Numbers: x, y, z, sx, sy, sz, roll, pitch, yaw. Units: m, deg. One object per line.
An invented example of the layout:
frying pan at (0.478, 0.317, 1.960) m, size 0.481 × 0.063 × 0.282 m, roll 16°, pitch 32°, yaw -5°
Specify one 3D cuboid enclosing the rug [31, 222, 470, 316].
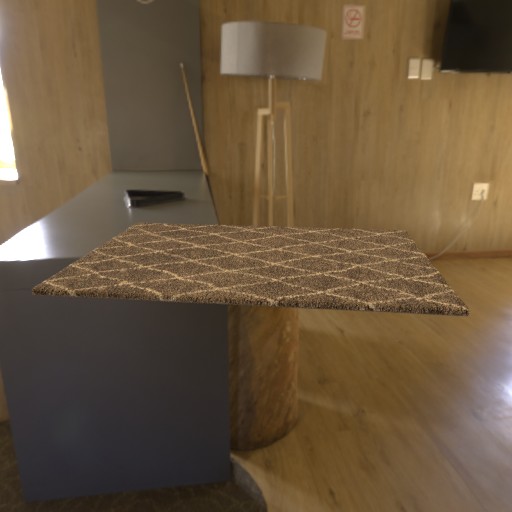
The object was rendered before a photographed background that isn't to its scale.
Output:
rug at (0.000, 0.000, 2.346) m, size 1.778 × 0.030 × 1.219 m, roll 2°, pitch 18°, yaw 6°
